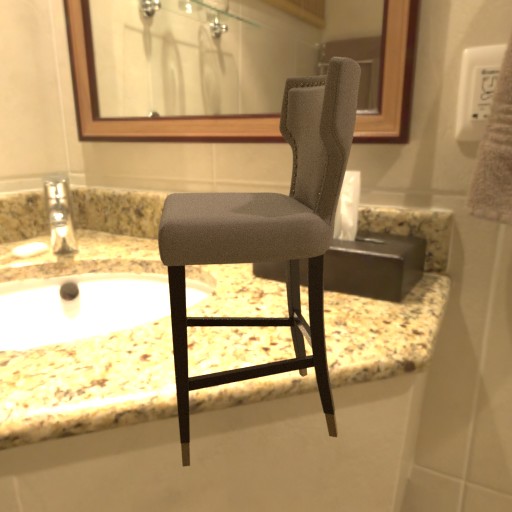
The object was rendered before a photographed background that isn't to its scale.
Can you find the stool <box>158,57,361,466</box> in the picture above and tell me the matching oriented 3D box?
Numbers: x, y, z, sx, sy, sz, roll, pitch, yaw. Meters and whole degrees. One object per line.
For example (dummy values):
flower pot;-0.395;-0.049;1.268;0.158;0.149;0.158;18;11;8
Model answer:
stool;0.000;0.000;1.382;0.563;1.092;0.526;-3;16;-9
